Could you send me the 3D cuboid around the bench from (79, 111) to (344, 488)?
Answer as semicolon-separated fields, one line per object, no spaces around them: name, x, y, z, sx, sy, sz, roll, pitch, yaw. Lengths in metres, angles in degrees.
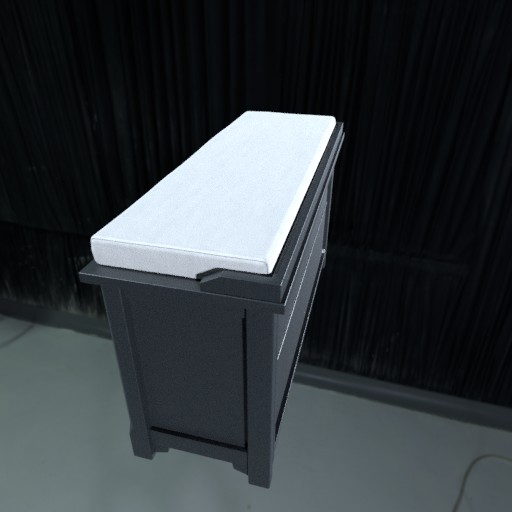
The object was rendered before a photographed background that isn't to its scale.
bench;0.000;0.000;1.203;0.345;0.561;0.973;8;32;13
